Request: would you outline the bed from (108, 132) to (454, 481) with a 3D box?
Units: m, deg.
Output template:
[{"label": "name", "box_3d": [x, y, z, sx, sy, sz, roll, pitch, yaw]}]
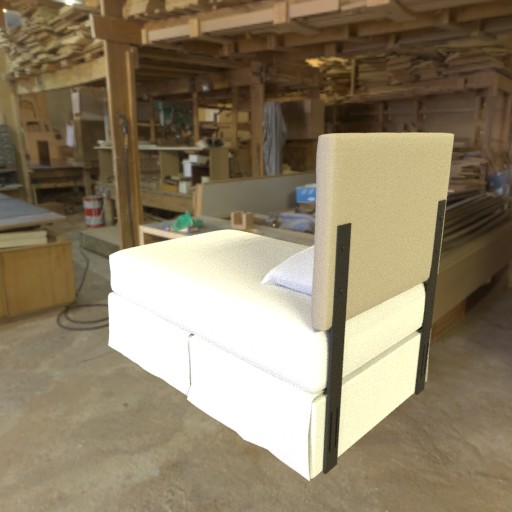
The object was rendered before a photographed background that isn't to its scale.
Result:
[{"label": "bed", "box_3d": [0.000, 0.000, 2.926, 1.261, 1.571, 1.997, -15, 22, -43]}]
